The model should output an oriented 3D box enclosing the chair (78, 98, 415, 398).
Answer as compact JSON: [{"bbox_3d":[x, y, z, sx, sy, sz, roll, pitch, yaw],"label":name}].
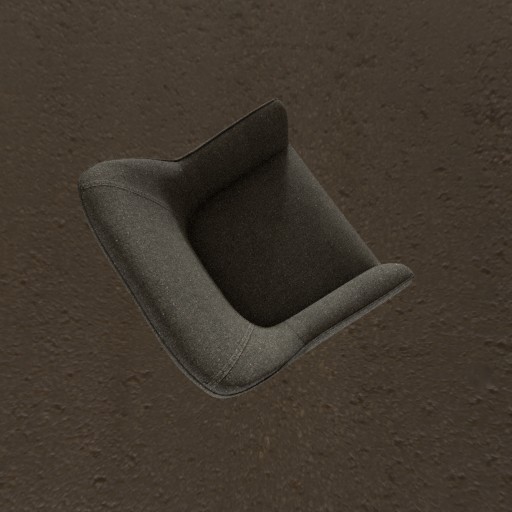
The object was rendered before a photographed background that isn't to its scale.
[{"bbox_3d":[0.000,0.000,1.139,0.519,0.803,0.543,-34,80,-7],"label":"chair"}]
